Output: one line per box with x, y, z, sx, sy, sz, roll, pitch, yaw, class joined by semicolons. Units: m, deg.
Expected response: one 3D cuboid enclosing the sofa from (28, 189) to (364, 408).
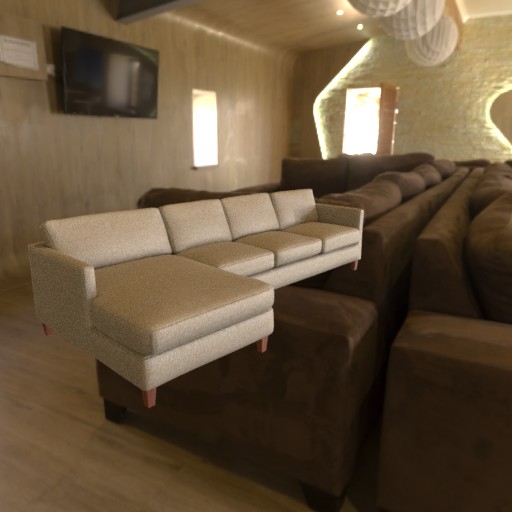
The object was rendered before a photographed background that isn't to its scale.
0.000;0.000;3.801;1.502;0.876;3.201;14;20;42;sofa
